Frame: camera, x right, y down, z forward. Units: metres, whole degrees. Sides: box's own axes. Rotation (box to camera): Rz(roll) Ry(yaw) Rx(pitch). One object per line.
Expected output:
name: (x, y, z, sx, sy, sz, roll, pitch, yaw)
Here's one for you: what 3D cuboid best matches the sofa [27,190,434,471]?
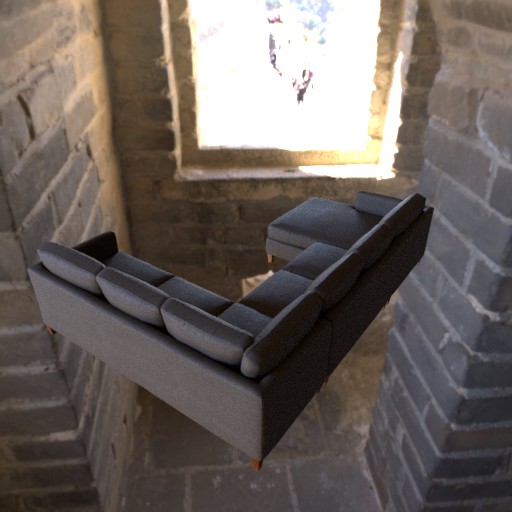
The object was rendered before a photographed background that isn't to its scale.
sofa: (0.000, 0.000, 4.605, 2.594, 0.961, 3.460, 20, 36, 30)
